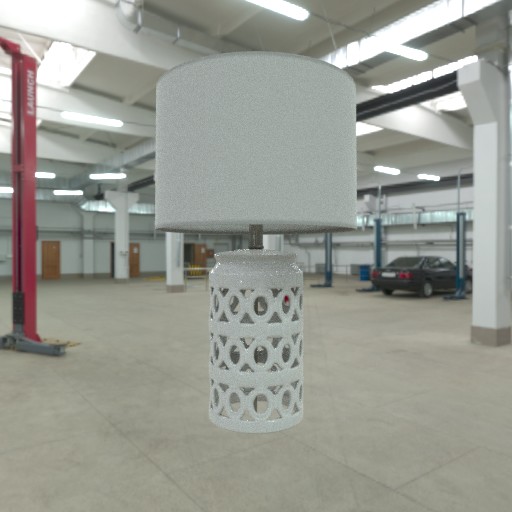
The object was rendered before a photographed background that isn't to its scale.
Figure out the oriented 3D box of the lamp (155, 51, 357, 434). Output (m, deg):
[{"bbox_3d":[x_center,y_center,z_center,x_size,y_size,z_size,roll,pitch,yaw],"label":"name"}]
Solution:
[{"bbox_3d":[0.000,0.000,0.696,0.310,0.502,0.310,0,0,0],"label":"lamp"}]
